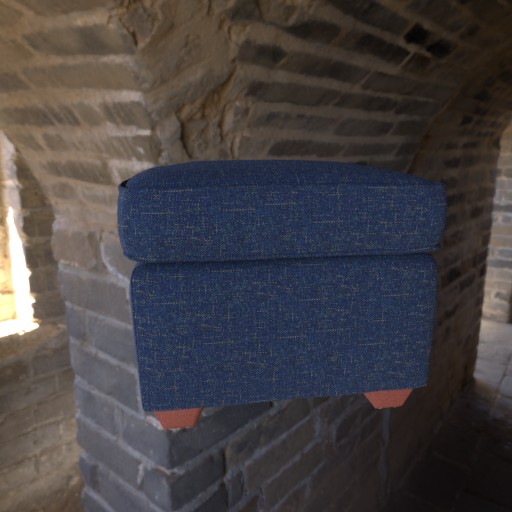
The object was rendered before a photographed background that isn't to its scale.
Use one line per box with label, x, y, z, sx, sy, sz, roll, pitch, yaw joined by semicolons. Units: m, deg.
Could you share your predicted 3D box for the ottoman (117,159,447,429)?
ottoman;0.000;0.000;1.056;0.549;0.450;0.749;-2;13;-10
